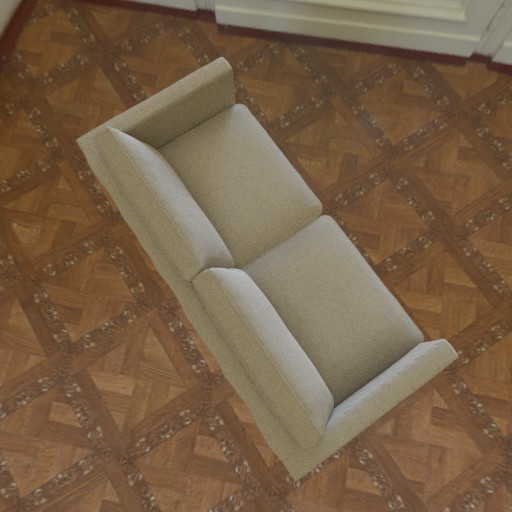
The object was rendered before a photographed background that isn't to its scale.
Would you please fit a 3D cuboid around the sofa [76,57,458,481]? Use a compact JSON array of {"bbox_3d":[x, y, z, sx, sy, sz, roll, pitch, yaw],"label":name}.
[{"bbox_3d":[0.000,0.000,2.417,0.956,0.847,1.987,-33,77,-9],"label":"sofa"}]
